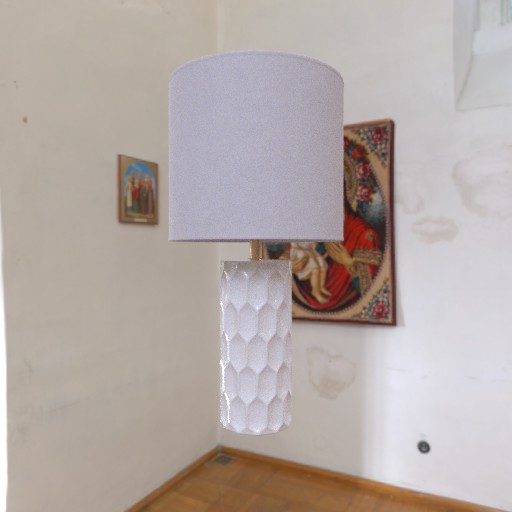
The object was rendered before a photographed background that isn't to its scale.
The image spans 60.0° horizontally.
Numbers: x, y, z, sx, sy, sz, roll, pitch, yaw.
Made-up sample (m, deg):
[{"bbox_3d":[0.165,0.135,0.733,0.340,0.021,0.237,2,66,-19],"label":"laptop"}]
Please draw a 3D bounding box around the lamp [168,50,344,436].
[{"bbox_3d":[0.000,0.000,0.715,0.277,0.537,0.277,0,1,-17],"label":"lamp"}]
